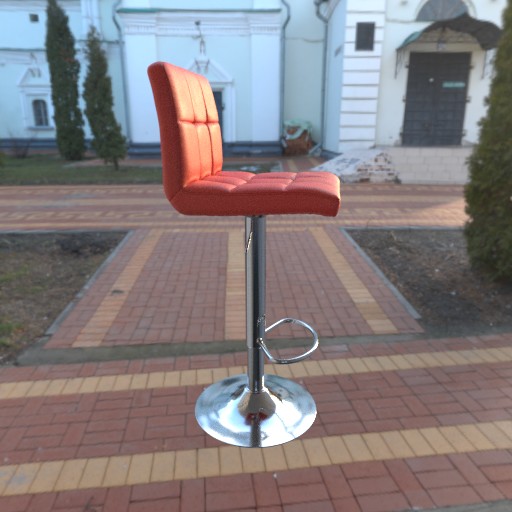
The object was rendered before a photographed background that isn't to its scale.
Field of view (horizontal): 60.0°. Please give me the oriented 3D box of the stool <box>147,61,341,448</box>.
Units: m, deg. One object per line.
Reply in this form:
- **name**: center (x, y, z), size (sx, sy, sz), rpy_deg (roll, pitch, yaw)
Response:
- **stool**: center (0.000, 0.000, 1.409), size (0.505, 1.115, 0.430), rpy_deg (3, 17, 10)
